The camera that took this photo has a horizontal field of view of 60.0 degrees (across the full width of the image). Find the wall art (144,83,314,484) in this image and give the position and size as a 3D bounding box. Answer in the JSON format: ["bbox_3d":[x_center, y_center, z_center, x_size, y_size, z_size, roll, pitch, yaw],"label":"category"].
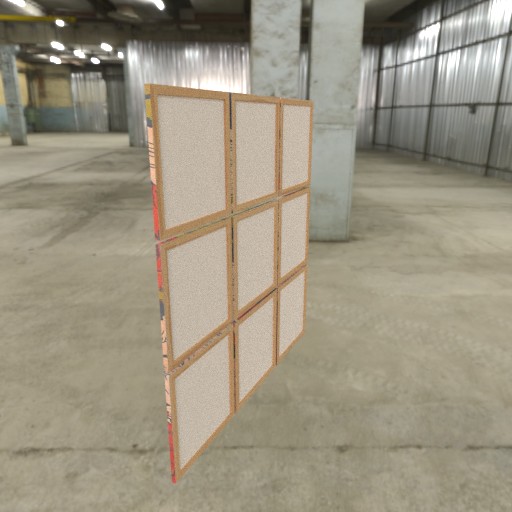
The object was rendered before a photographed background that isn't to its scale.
[{"bbox_3d":[0.000,0.000,1.337,0.013,0.913,0.904,8,19,25],"label":"wall art"}]
